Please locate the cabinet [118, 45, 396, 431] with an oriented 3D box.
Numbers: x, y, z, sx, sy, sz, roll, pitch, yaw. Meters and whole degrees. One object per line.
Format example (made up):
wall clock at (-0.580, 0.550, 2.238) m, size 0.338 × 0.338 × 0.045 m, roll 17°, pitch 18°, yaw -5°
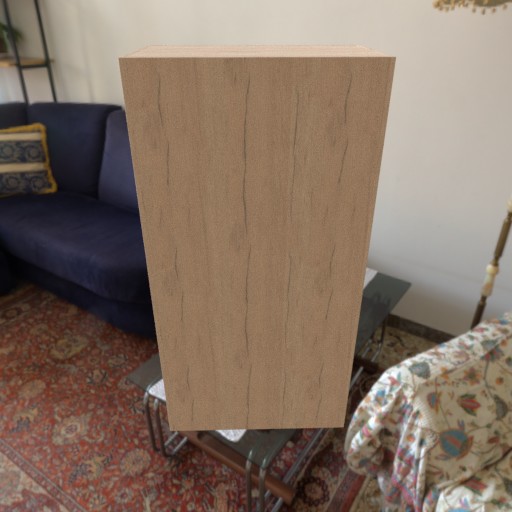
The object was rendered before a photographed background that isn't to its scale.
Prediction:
cabinet at (0.000, 0.000, 2.285) m, size 0.980 × 1.930 × 0.580 m, roll -1°, pitch 29°, yaw -1°
